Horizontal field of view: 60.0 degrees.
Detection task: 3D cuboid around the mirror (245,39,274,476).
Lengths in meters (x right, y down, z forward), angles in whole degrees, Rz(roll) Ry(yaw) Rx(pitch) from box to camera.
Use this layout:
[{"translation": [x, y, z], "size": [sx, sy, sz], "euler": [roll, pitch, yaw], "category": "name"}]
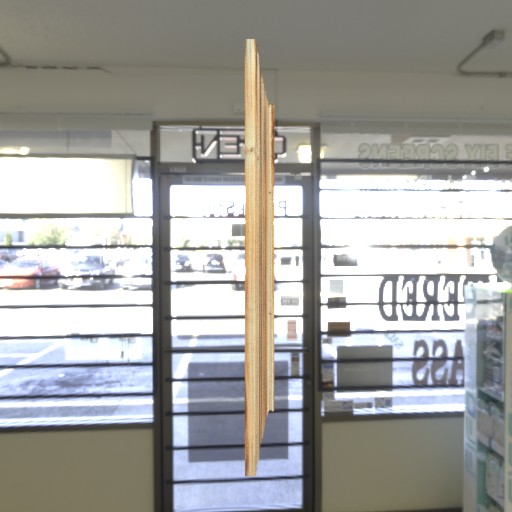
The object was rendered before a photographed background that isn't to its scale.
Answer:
[{"translation": [0.000, 0.000, 1.218], "size": [0.061, 0.804, 0.804], "euler": [0, 1, -1], "category": "mirror"}]
